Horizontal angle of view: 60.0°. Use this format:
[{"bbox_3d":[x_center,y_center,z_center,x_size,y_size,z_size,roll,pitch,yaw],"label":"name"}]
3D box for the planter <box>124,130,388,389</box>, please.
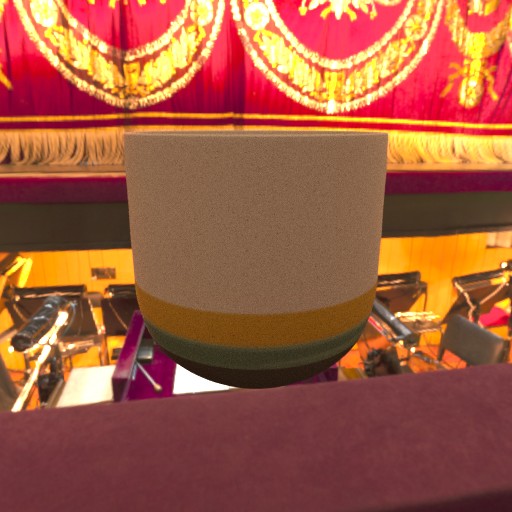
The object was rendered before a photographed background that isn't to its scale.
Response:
[{"bbox_3d":[0.000,0.000,0.500,0.268,0.270,0.268,0,17,0],"label":"planter"}]
